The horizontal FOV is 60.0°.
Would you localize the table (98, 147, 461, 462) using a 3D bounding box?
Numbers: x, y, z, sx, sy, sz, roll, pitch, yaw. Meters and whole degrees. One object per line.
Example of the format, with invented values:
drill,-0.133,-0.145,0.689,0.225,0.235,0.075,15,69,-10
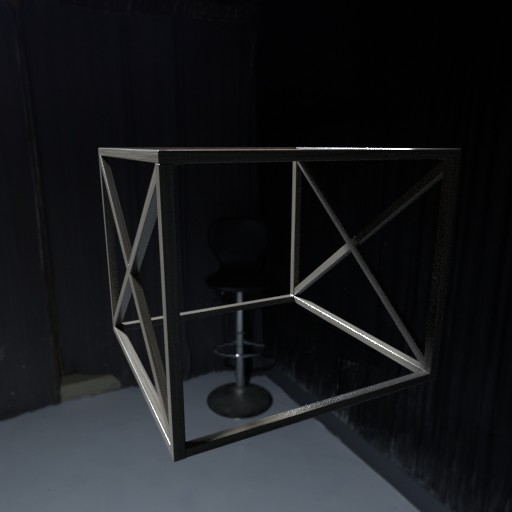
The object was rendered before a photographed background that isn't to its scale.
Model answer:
table,0.000,0.000,1.076,0.609,0.507,0.611,-7,16,-26
